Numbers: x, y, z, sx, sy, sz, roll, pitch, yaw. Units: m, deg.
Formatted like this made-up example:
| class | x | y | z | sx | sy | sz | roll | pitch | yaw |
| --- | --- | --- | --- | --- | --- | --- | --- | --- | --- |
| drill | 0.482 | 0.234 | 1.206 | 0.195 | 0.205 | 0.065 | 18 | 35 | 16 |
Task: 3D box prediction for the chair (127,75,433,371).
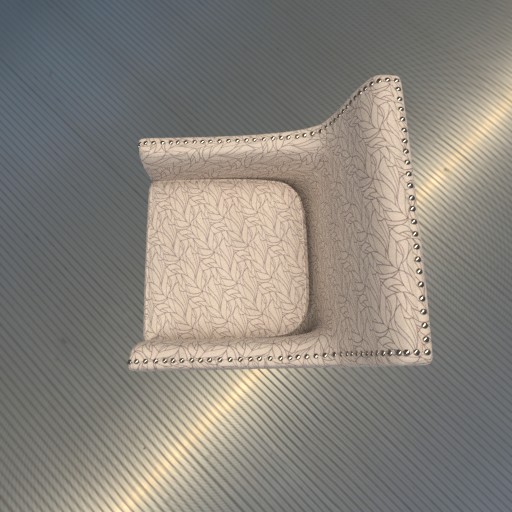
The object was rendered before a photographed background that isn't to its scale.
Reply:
| class | x | y | z | sx | sy | sz | roll | pitch | yaw |
| --- | --- | --- | --- | --- | --- | --- | --- | --- | --- |
| chair | 0.000 | 0.000 | 1.258 | 0.651 | 0.816 | 0.623 | -1 | 76 | 0 |
